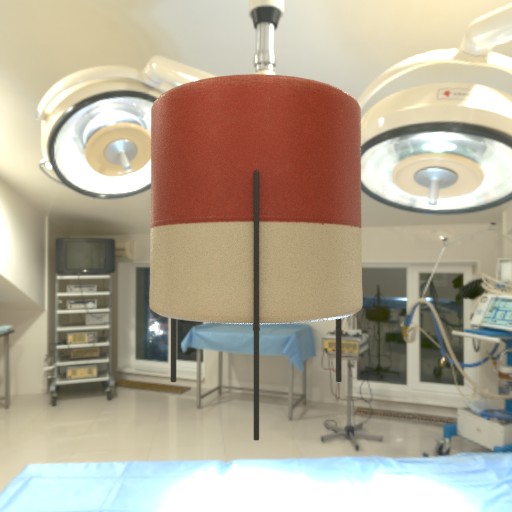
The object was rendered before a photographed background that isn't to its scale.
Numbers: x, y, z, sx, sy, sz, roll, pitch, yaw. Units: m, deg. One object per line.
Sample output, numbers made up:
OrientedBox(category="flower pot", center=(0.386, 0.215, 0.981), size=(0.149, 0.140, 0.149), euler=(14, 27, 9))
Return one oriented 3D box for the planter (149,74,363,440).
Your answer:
OrientedBox(category="planter", center=(0.000, 0.000, 0.732), size=(0.345, 0.465, 0.354), euler=(0, -1, 0))
